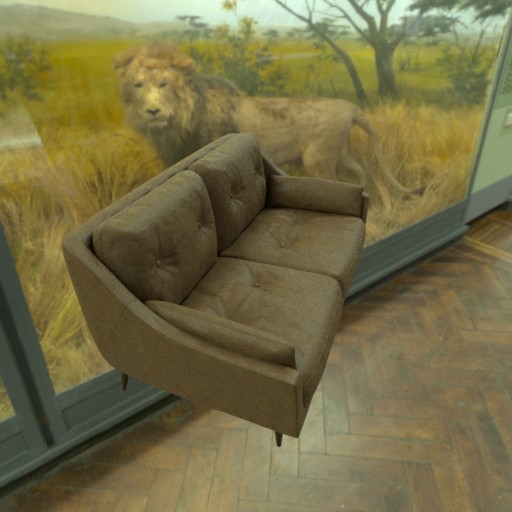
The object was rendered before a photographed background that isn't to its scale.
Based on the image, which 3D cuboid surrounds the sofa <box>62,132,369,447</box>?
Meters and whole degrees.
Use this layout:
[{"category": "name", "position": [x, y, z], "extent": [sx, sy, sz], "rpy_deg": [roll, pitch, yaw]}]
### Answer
[{"category": "sofa", "position": [0.000, 0.000, 2.292], "extent": [0.981, 0.886, 1.731], "rpy_deg": [10, 32, 17]}]
